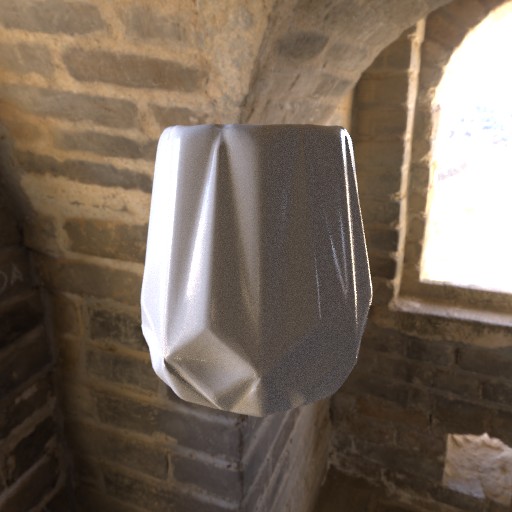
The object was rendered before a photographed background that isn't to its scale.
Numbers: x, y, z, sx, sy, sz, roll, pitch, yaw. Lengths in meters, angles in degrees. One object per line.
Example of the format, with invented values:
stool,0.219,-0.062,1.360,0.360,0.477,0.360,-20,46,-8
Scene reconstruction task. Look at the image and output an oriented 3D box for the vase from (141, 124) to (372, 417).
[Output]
vase,0.000,0.000,0.270,0.141,0.152,0.141,0,14,0
